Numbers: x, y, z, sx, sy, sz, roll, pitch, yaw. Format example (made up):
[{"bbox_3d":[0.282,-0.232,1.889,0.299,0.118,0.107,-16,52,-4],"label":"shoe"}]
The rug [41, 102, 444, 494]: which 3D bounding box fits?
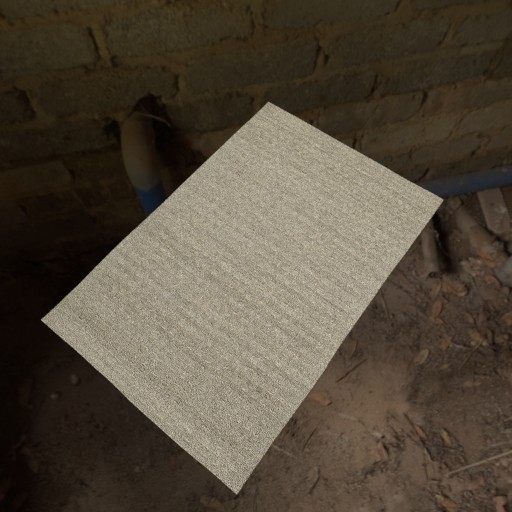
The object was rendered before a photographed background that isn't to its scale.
[{"bbox_3d":[0.000,0.000,2.886,1.532,0.018,2.297,35,68,16],"label":"rug"}]
